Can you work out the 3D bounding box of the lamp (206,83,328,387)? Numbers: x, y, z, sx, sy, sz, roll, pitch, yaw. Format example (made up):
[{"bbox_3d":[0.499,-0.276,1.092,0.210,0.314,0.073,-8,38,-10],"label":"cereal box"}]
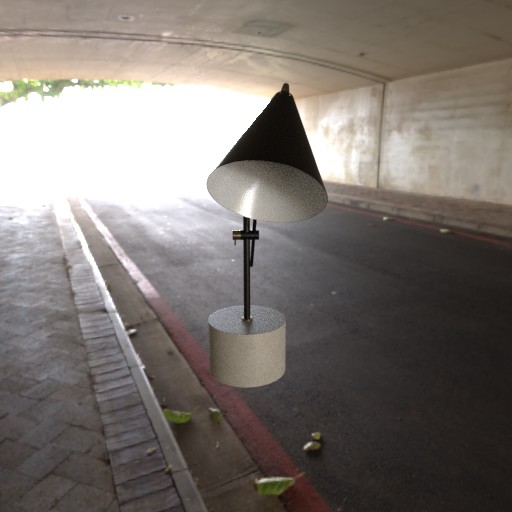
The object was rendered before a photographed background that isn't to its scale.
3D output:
[{"bbox_3d":[0.000,0.000,0.723,0.214,0.518,0.403,2,14,7],"label":"lamp"}]
